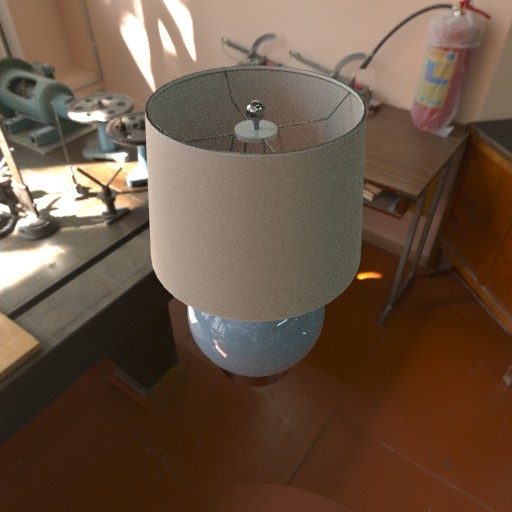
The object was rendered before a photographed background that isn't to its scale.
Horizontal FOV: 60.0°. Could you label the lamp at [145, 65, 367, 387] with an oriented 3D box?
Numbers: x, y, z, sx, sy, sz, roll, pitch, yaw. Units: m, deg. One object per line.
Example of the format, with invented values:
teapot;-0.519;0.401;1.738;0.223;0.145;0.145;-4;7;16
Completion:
lamp;0.000;0.000;0.544;0.247;0.387;0.247;0;41;0
